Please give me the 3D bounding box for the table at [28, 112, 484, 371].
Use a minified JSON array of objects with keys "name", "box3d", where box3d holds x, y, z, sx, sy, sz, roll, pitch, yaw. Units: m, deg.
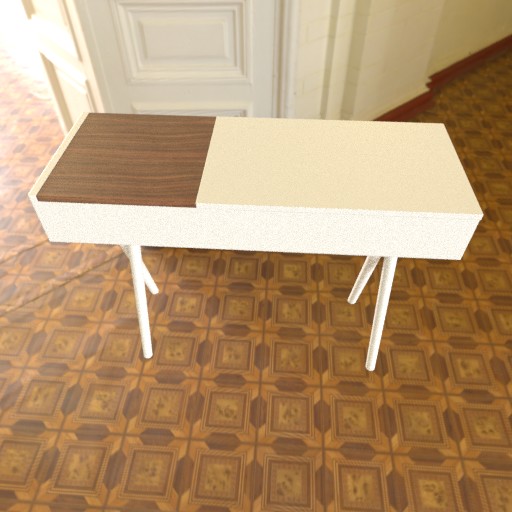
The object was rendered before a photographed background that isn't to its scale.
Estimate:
[{"name":"table","box3d":[0.000,0.000,1.461,1.066,0.785,0.418,3,47,2]}]
